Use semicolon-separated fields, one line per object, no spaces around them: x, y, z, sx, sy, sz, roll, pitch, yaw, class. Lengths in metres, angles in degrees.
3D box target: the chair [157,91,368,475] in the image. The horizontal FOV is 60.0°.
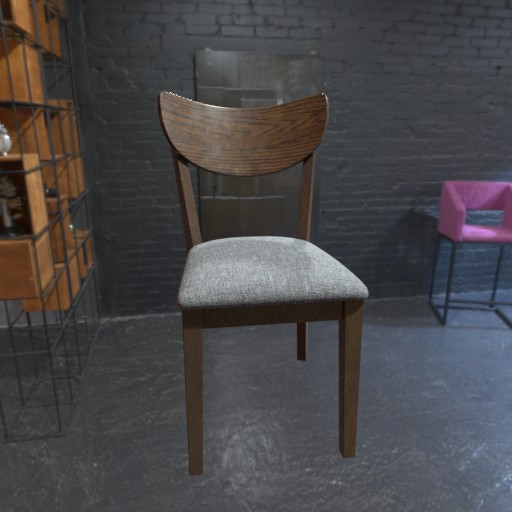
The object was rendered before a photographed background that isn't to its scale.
0.000;0.000;1.184;0.491;0.849;0.583;-2;17;-8;chair
